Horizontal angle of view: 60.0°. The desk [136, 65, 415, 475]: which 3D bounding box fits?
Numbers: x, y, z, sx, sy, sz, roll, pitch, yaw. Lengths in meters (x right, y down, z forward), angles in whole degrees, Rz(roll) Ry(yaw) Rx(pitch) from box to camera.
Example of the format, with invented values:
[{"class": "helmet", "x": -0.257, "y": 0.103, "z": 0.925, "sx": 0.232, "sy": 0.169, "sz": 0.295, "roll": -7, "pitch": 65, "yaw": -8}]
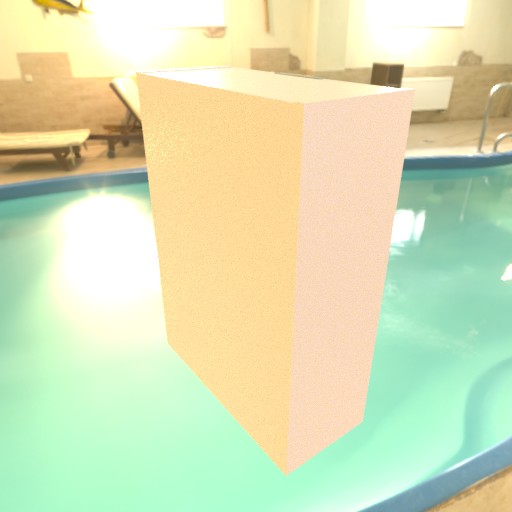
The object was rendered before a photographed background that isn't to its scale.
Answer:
[{"class": "desk", "x": 0.000, "y": 0.000, "z": 1.593, "sx": 0.390, "sy": 1.190, "sz": 0.850, "roll": -19, "pitch": 33, "yaw": -32}]
